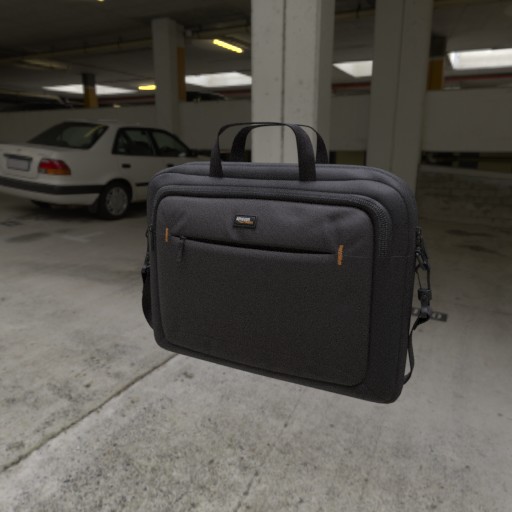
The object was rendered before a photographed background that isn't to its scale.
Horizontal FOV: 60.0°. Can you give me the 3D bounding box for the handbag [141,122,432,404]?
[{"bbox_3d":[0.000,0.000,0.425,0.320,0.244,0.089,7,16,26],"label":"handbag"}]
